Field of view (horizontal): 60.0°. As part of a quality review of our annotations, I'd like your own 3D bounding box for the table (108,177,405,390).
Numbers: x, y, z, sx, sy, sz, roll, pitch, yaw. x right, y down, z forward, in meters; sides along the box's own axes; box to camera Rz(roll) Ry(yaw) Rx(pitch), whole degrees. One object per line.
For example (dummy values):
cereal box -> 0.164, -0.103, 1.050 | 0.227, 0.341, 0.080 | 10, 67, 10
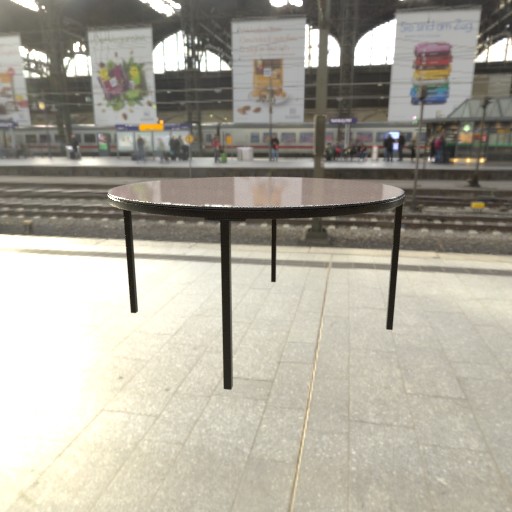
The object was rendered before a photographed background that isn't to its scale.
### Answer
table -> 0.000, 0.000, 1.299 | 0.800, 0.400, 0.800 | 0, 14, 0
